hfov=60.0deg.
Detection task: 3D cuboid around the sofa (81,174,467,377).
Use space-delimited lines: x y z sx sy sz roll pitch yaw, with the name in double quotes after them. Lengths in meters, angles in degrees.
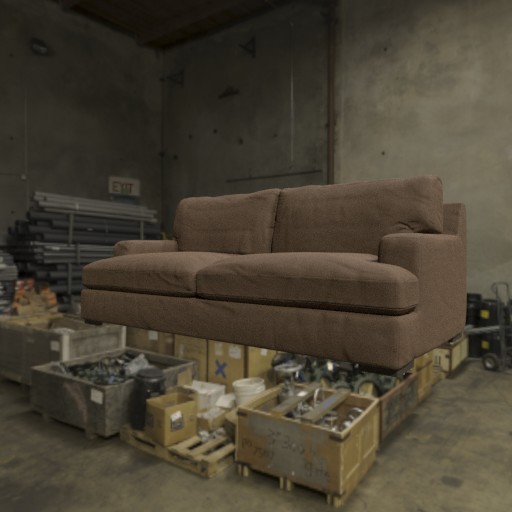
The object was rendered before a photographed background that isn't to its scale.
0.000 0.000 2.820 2.274 0.950 1.140 0 1 37 "sofa"
